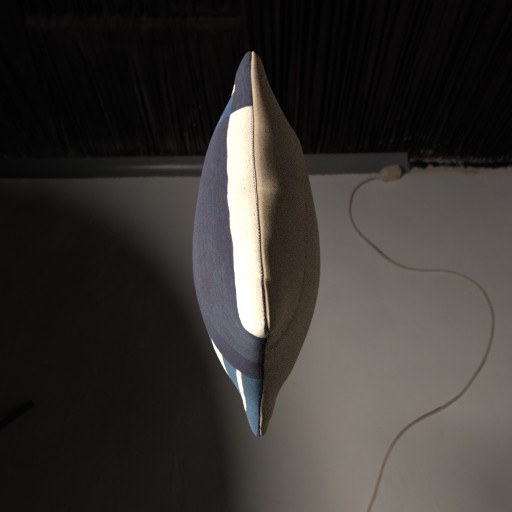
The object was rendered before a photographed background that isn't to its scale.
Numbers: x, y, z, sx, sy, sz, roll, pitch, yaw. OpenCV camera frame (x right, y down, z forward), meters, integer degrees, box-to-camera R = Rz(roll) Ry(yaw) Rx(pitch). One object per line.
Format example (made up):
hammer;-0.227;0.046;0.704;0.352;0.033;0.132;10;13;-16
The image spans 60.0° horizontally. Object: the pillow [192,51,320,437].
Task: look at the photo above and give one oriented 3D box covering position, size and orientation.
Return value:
pillow;0.000;0.000;0.811;0.229;0.506;0.536;-2;58;-1
